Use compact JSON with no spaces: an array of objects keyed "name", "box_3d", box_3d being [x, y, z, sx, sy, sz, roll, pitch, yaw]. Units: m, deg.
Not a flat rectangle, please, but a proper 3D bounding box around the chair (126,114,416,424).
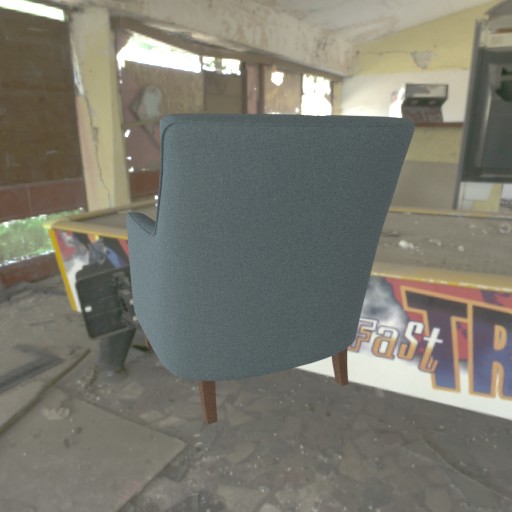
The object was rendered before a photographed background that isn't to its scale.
[{"name":"chair","box_3d":[0.000,0.000,1.546,0.756,0.916,0.879,-7,17,-24]}]
